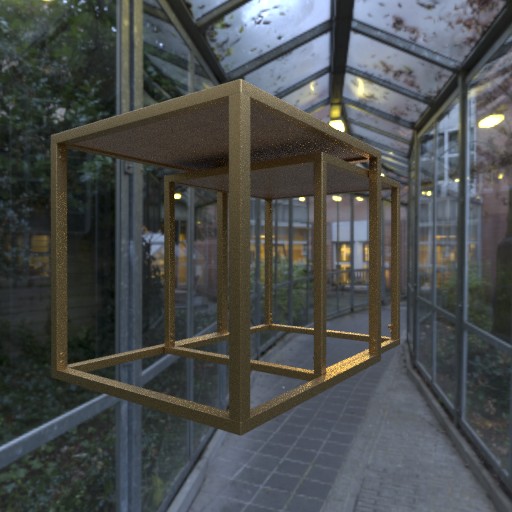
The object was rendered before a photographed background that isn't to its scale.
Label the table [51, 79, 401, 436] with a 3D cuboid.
[{"bbox_3d":[0.000,0.000,1.080,0.505,0.505,0.762,0,0,36],"label":"table"}]
